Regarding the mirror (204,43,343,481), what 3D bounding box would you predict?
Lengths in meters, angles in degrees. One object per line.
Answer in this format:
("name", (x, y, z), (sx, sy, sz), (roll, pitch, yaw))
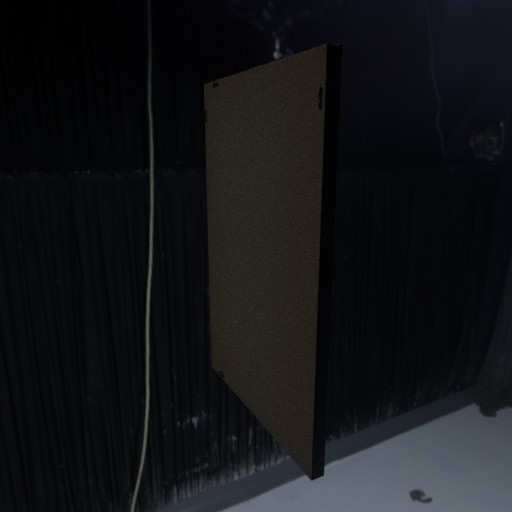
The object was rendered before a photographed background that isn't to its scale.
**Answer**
("mirror", (0.000, 0.000, 1.165), (0.040, 0.915, 0.609), (-7, 16, -26))
